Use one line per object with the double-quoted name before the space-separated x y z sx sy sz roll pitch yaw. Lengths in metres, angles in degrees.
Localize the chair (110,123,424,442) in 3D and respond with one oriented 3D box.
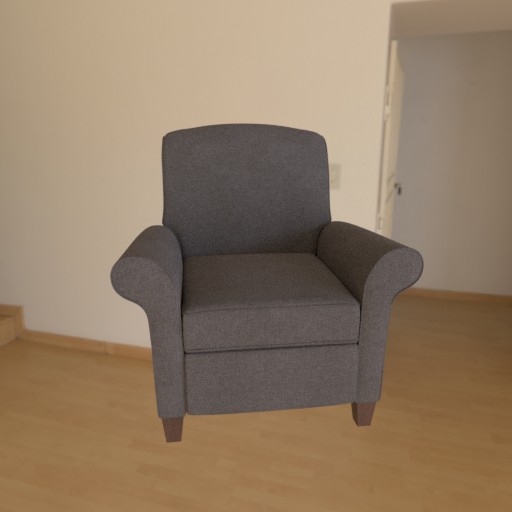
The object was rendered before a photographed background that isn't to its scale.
"chair" 0.000 0.000 1.792 0.978 1.061 0.905 -2 14 -7
